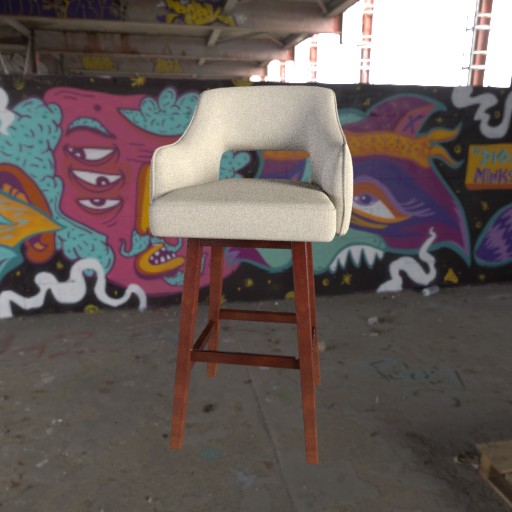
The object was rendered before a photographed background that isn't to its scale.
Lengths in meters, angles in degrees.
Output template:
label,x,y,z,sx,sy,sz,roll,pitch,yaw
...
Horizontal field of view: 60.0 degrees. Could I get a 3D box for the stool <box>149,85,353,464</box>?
label,x,y,z,sx,sy,sz,roll,pitch,yaw
stool,0.000,0.000,1.362,0.550,1.041,0.560,2,15,9
